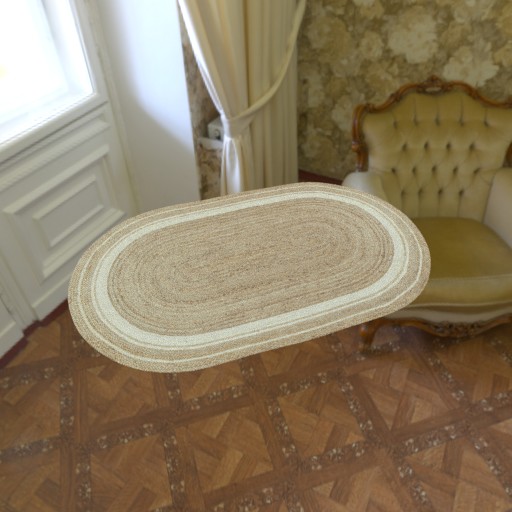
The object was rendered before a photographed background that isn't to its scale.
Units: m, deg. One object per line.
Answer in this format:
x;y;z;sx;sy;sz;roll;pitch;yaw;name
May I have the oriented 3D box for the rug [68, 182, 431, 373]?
0.000;0.000;3.004;2.432;0.006;1.520;-13;44;-14;rug
